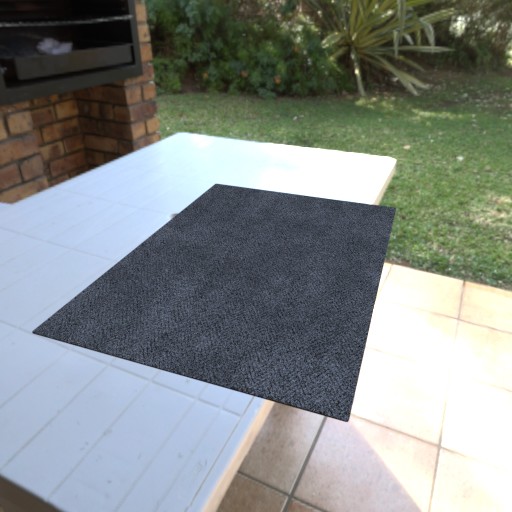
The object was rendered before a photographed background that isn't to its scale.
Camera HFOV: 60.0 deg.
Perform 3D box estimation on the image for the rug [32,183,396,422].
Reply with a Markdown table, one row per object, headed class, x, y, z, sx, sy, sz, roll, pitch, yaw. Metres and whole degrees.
| class | x | y | z | sx | sy | sz | roll | pitch | yaw |
| --- | --- | --- | --- | --- | --- | --- | --- | --- | --- |
| rug | 0.000 | 0.000 | 2.910 | 1.600 | 0.008 | 2.235 | 10 | 32 | 17 |
